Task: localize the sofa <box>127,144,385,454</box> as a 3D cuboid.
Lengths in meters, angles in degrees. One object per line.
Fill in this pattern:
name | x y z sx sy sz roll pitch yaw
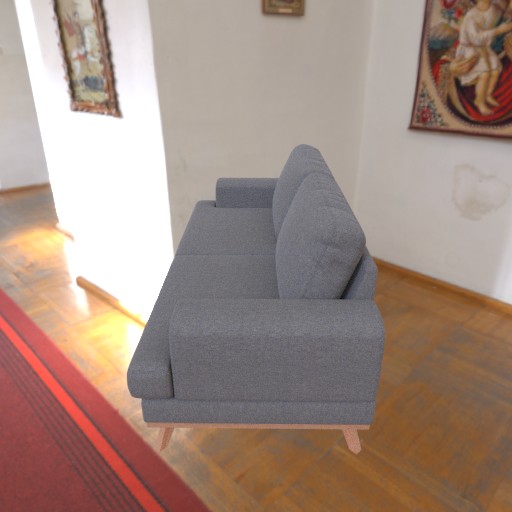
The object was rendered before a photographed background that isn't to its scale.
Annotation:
sofa | 0.000 0.000 2.069 0.785 0.810 1.650 0 25 1
